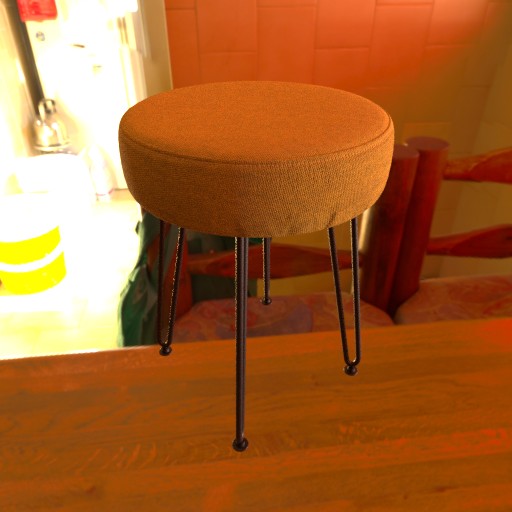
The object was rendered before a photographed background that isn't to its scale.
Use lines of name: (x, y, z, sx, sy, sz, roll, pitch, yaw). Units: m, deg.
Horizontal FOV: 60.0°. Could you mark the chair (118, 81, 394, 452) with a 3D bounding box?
chair: (0.000, 0.000, 0.677, 0.345, 0.455, 0.345, -23, 40, -30)
